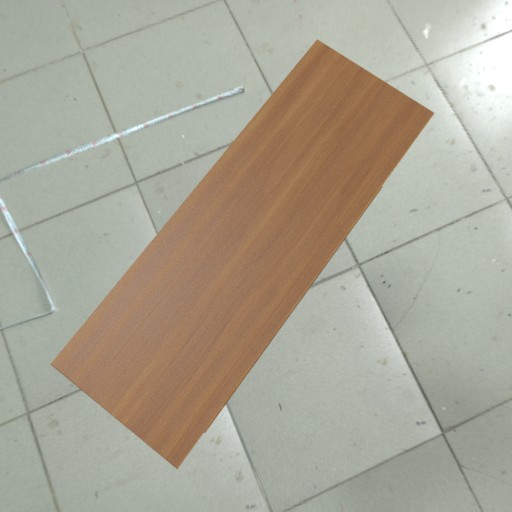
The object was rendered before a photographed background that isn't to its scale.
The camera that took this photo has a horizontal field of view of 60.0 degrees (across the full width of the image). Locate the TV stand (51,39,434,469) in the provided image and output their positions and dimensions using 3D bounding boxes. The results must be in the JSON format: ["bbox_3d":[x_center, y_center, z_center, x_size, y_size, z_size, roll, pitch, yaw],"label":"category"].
[{"bbox_3d":[0.000,0.000,1.483,0.417,0.607,1.181,36,80,8],"label":"TV stand"}]
